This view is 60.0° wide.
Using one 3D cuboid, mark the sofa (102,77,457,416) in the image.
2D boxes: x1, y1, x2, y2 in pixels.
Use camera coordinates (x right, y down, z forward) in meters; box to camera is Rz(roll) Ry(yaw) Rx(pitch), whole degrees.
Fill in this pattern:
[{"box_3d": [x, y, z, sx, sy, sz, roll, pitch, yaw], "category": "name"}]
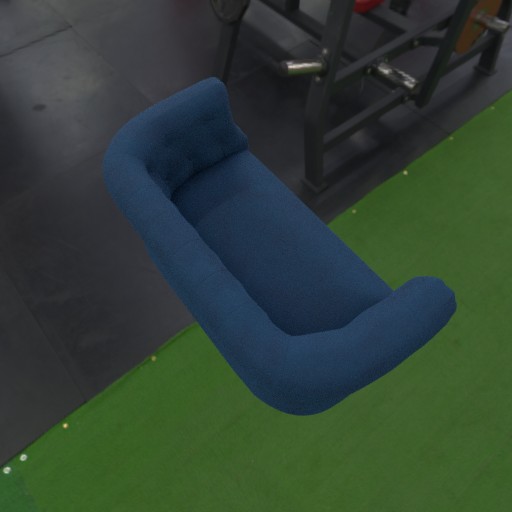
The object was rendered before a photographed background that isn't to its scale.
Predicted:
[{"box_3d": [0.000, 0.000, 2.057, 0.835, 0.827, 1.558, -33, 64, -18], "category": "sofa"}]
